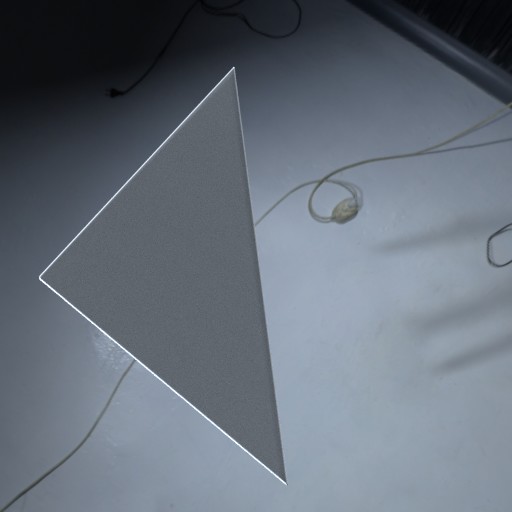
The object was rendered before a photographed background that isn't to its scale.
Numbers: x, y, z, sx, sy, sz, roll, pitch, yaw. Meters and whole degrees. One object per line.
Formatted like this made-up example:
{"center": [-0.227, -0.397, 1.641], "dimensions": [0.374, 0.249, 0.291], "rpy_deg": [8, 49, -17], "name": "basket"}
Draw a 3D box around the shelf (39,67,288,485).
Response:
{"center": [0.000, 0.000, 0.444], "dimensions": [0.296, 0.035, 0.296], "rpy_deg": [37, 79, 9], "name": "shelf"}
